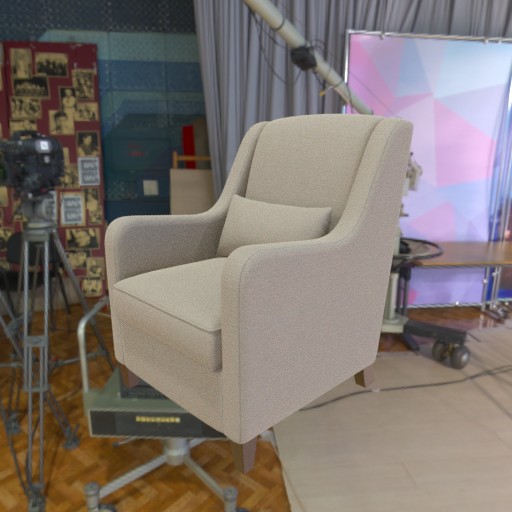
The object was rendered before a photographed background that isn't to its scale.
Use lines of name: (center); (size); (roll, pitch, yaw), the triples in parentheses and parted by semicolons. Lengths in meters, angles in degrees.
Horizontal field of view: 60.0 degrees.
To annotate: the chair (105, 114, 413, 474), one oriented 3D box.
chair: (0.000, 0.000, 1.627); (0.715, 1.017, 0.896); (15, 21, 43)
